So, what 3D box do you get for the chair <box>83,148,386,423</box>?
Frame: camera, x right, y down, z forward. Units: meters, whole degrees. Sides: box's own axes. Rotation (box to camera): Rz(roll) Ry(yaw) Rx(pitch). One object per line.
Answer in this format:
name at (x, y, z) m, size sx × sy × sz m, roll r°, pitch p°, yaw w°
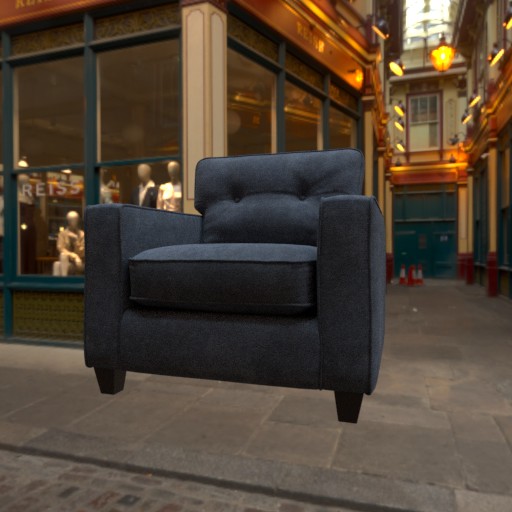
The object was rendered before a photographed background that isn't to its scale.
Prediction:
chair at (0.000, 0.000, 1.824) m, size 1.015 × 0.965 × 0.939 m, roll 0°, pitch 1°, yaw 18°
